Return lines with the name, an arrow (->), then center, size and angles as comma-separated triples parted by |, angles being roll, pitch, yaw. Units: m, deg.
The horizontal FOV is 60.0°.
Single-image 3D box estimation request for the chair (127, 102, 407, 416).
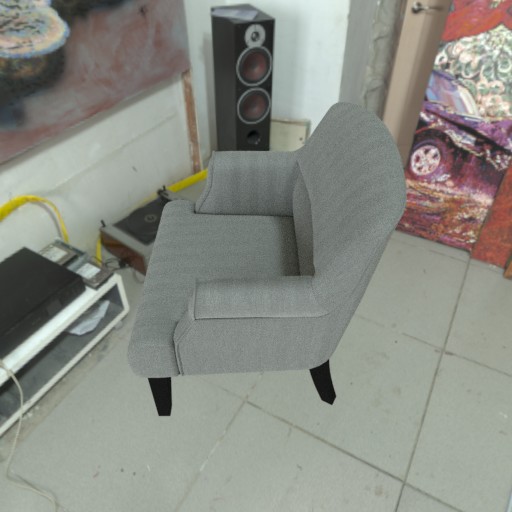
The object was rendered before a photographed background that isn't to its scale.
chair -> 0.000, 0.000, 1.485 | 0.755, 0.880, 0.772 | 0, 42, 0
